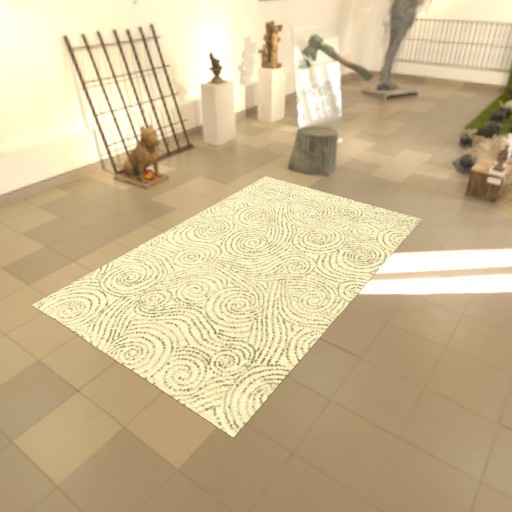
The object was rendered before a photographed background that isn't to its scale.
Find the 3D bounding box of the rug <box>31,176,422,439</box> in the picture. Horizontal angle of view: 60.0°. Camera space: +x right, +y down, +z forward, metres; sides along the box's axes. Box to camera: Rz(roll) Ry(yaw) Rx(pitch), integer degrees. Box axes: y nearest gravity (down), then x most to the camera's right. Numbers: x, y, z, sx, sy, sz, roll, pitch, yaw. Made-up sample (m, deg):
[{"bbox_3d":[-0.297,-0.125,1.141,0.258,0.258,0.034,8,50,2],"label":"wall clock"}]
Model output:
[{"bbox_3d":[0.000,0.000,3.082,1.524,0.005,2.439,21,38,30],"label":"rug"}]
